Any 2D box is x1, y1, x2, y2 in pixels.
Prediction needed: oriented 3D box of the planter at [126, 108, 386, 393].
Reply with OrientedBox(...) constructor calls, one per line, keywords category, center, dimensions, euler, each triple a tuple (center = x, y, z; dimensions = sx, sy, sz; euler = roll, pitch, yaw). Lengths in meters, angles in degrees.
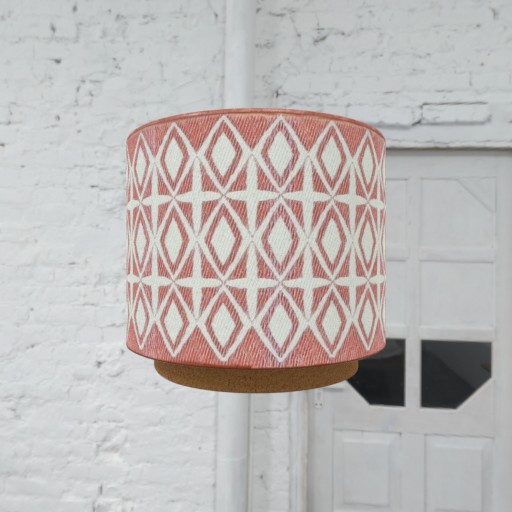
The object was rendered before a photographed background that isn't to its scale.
OrientedBox(category="planter", center=(0.000, 0.000, 0.487), dimensions=(0.273, 0.237, 0.273), euler=(0, 0, 0))
